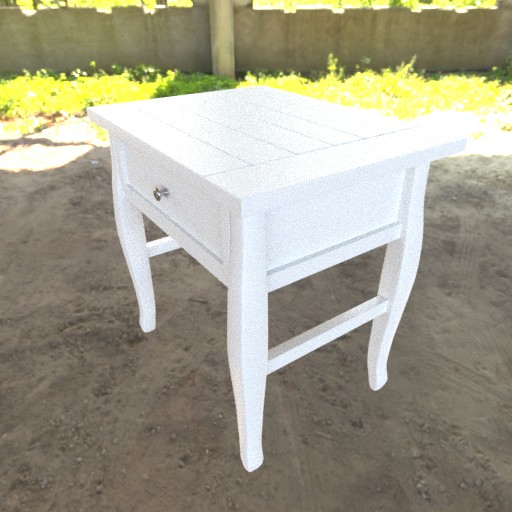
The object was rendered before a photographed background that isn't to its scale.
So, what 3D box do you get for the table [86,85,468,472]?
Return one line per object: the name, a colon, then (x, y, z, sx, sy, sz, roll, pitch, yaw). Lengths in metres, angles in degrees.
table: (0.000, 0.000, 0.999, 0.463, 0.605, 0.599, -20, 36, -30)
